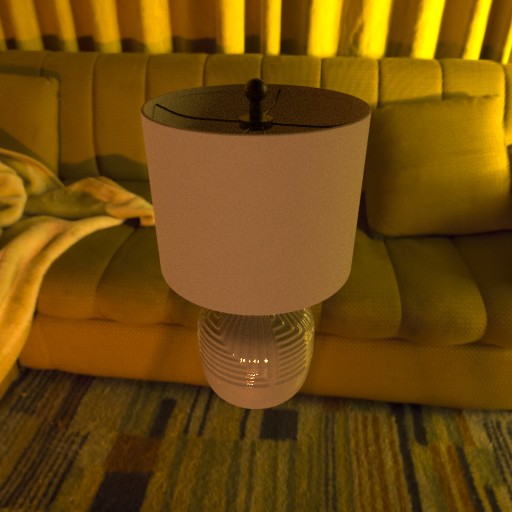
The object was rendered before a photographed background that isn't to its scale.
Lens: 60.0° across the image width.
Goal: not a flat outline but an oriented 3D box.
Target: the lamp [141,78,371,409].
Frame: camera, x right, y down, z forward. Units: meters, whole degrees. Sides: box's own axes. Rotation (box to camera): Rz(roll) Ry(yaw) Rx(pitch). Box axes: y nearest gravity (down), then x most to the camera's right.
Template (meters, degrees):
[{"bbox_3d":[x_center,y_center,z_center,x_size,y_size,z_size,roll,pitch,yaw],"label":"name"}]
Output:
[{"bbox_3d":[0.000,0.000,0.752,0.318,0.567,0.318,0,31,0],"label":"lamp"}]
